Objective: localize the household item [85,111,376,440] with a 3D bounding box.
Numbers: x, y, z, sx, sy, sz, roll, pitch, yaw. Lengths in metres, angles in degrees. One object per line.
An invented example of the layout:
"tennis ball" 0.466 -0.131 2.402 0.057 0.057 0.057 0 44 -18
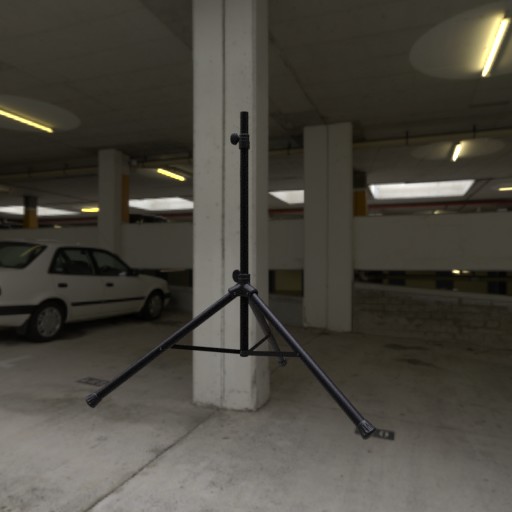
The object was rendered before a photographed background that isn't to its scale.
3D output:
"household item" 0.000 0.000 1.898 1.045 1.136 0.907 0 -1 19
